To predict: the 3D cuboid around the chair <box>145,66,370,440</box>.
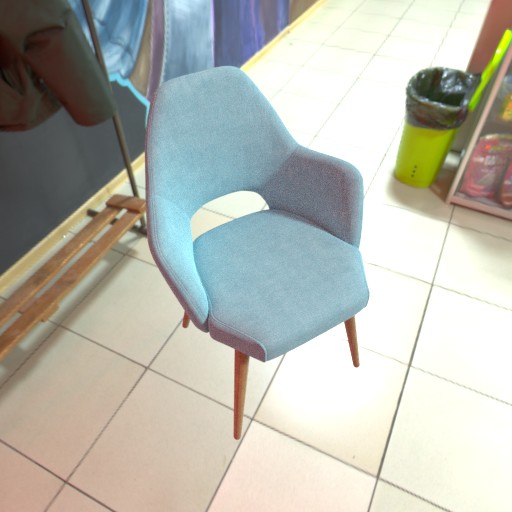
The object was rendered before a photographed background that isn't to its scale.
[{"bbox_3d":[0.000,0.000,1.261,0.590,0.840,0.610,-24,51,-21],"label":"chair"}]
